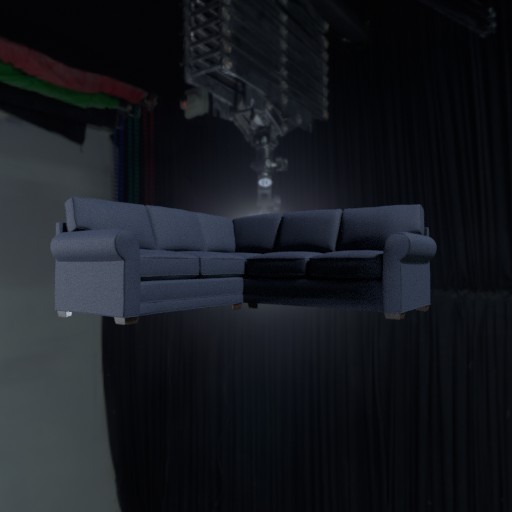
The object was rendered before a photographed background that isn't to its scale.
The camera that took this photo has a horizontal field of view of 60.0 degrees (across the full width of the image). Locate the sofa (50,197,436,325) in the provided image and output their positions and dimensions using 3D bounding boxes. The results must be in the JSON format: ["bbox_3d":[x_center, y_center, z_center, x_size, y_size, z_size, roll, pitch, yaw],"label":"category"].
[{"bbox_3d":[0.000,0.000,3.971,2.562,1.042,2.487,-1,-1,35],"label":"sofa"}]
